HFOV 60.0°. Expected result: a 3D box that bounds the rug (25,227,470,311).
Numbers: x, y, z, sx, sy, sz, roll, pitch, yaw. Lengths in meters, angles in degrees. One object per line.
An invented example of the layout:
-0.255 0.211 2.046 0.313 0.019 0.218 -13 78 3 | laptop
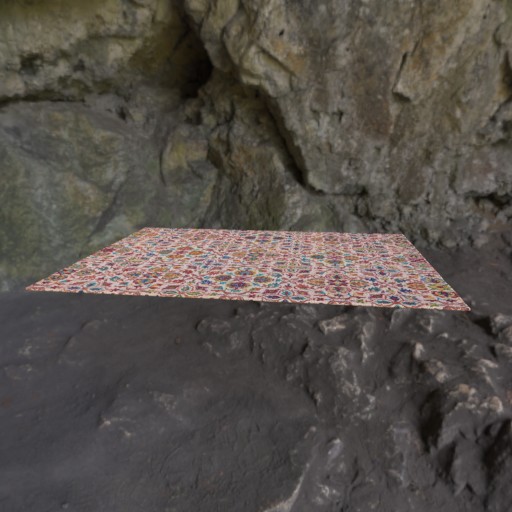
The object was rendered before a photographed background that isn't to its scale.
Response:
0.000 0.000 4.326 3.215 0.020 2.446 2 15 7 | rug
